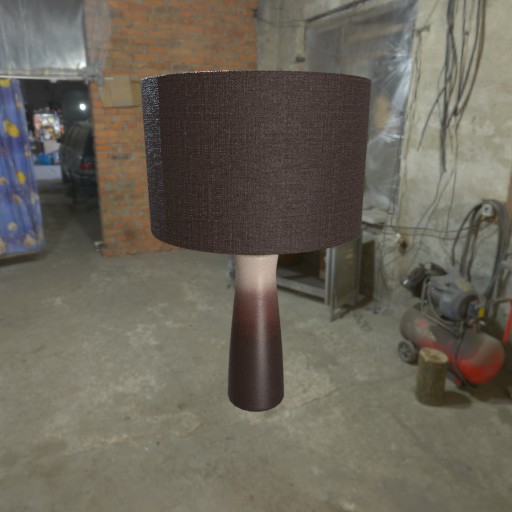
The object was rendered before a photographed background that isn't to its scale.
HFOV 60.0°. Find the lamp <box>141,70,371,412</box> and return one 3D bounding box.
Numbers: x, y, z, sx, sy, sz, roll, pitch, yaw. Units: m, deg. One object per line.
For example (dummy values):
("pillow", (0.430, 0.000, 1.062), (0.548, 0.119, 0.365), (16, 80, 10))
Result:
("lamp", (0.000, 0.000, 0.669), (0.303, 0.488, 0.303), (0, 17, 0))
